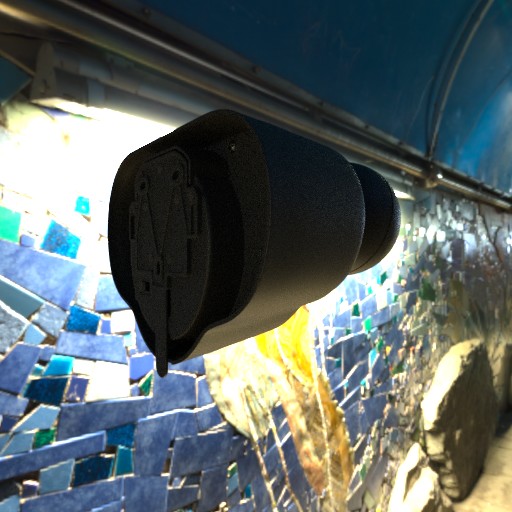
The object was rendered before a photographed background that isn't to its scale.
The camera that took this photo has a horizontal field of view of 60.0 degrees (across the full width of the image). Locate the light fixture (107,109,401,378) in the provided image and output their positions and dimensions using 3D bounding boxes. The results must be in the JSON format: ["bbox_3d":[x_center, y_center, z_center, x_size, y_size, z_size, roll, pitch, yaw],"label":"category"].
[{"bbox_3d":[0.000,0.000,0.337,0.159,0.159,0.229,0,0,-36],"label":"light fixture"}]
